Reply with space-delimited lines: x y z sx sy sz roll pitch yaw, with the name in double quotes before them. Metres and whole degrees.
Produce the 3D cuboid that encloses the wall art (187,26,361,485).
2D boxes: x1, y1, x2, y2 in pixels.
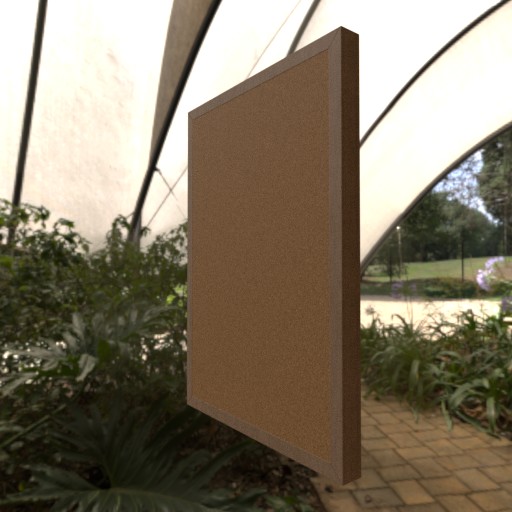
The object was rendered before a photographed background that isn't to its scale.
"wall art" 0.000 0.000 0.640 0.031 0.509 0.356 1 -1 -37
